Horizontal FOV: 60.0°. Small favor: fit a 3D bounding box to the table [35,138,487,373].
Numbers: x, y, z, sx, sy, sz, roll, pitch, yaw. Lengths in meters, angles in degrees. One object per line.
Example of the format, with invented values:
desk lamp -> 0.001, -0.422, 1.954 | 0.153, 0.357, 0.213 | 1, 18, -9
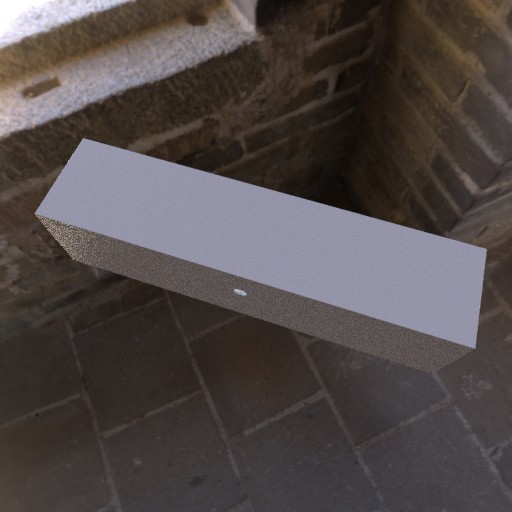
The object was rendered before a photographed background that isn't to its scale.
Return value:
table -> 0.000, 0.000, 1.844 | 1.650, 0.420, 0.390 | 17, 65, 8
